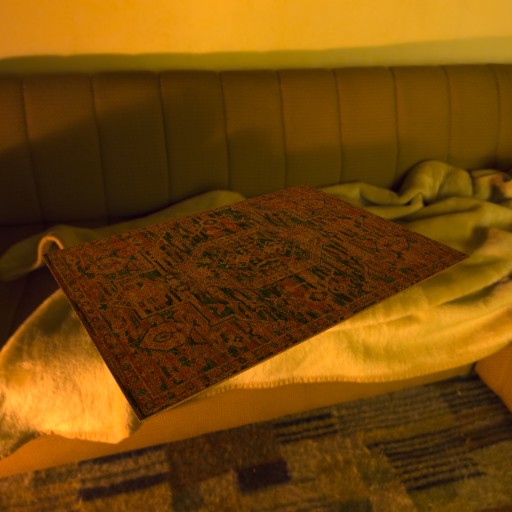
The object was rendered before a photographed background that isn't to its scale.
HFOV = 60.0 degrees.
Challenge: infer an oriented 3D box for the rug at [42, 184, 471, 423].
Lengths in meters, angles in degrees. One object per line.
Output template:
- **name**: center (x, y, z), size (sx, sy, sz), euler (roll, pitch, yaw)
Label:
- **rug**: center (0.000, 0.000, 2.802), size (2.204, 0.024, 1.588), euler (-19, 35, -30)
